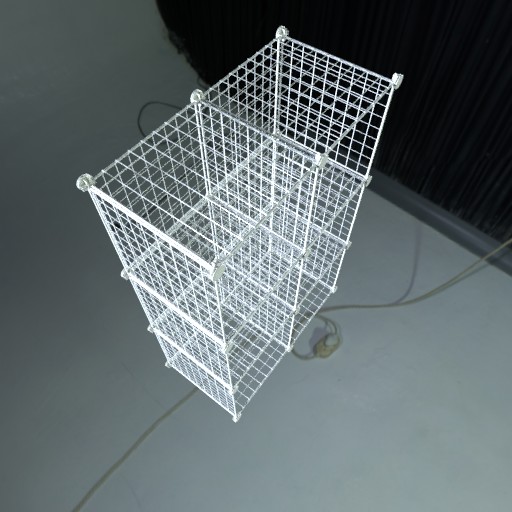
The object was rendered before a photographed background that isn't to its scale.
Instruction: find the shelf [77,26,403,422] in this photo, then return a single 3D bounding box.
[{"bbox_3d":[0.000,0.000,1.412,0.356,1.067,0.711,32,62,20],"label":"shelf"}]
